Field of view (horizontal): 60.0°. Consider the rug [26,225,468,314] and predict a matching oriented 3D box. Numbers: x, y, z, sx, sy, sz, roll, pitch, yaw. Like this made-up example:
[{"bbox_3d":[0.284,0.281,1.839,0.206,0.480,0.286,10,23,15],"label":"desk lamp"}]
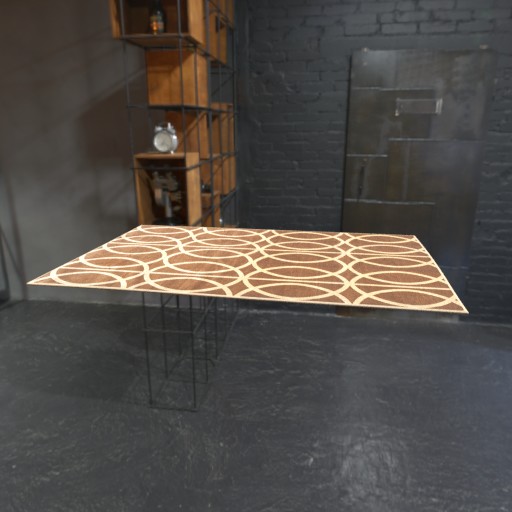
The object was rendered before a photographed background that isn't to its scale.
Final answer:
[{"bbox_3d":[0.000,0.000,2.957,2.294,0.014,1.528,3,17,9],"label":"rug"}]
